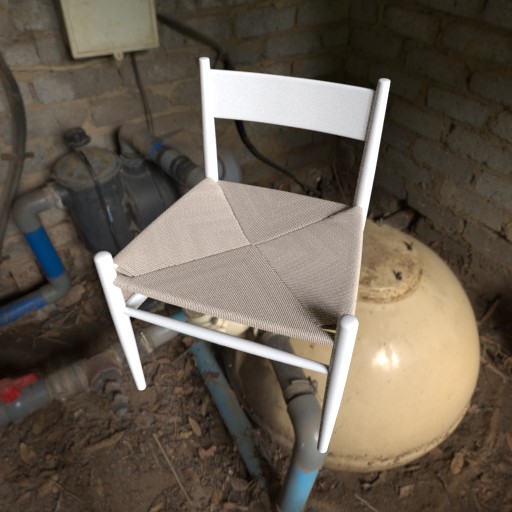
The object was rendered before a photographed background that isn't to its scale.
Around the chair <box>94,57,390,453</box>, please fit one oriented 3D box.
[{"bbox_3d":[0.000,0.000,1.094,0.556,0.762,0.495,13,43,15],"label":"chair"}]
